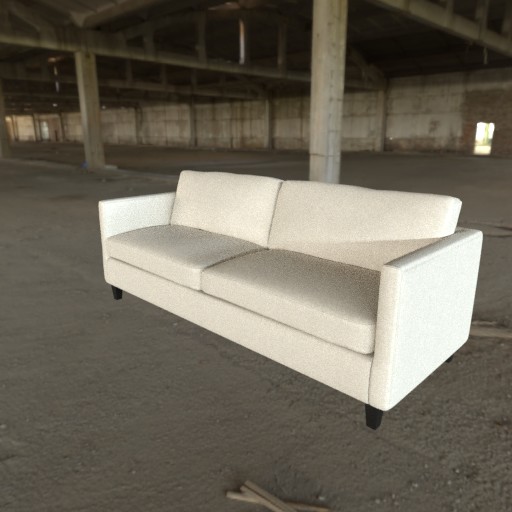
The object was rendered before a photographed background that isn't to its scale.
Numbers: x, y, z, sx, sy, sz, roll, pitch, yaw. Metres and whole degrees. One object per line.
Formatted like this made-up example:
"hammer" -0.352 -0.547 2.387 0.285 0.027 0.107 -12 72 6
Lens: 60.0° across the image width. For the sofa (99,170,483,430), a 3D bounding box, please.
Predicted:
"sofa" 0.000 0.000 2.866 2.434 0.965 0.948 15 22 42
